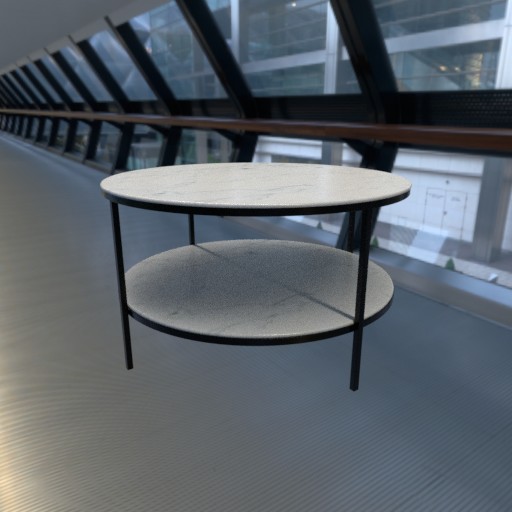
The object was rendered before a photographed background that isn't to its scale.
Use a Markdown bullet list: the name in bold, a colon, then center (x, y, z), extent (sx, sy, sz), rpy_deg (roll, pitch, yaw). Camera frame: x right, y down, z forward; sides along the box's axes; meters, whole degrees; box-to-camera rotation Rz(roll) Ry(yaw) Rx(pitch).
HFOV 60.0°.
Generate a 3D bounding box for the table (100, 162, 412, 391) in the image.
- **table**: center (0.000, 0.000, 1.266), extent (0.800, 0.450, 0.800), rpy_deg (0, 17, 0)
